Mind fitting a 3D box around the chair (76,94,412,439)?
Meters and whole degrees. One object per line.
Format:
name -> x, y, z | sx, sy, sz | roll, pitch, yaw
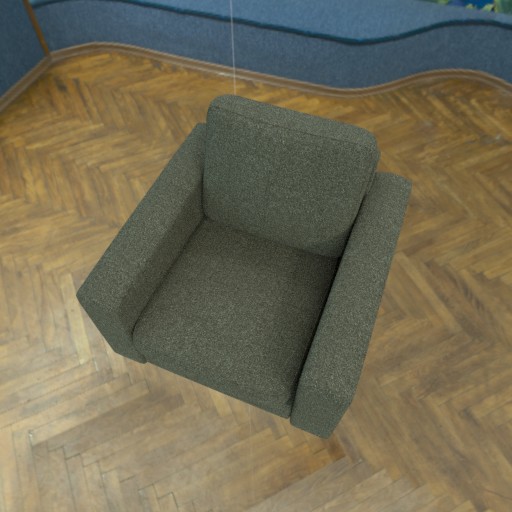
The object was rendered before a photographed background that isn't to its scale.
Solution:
chair -> 0.000, 0.000, 1.779 | 1.005, 0.873, 1.016 | 19, 58, 12
